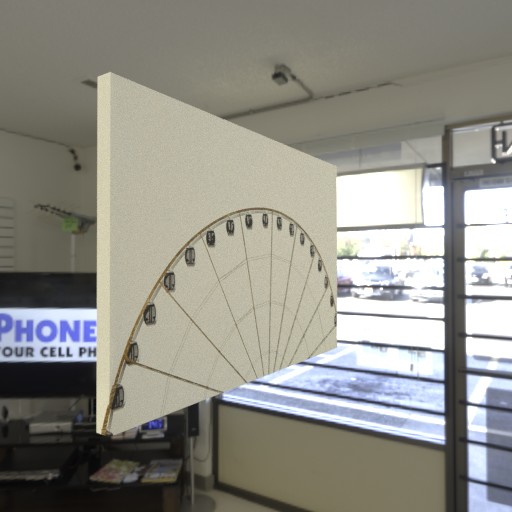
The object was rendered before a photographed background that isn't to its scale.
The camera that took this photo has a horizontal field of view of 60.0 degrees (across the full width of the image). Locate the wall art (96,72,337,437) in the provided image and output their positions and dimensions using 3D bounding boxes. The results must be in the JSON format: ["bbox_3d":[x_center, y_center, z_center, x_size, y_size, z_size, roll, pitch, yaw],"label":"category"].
[{"bbox_3d":[0.000,0.000,1.108,0.038,0.601,0.898,0,-1,35],"label":"wall art"}]
